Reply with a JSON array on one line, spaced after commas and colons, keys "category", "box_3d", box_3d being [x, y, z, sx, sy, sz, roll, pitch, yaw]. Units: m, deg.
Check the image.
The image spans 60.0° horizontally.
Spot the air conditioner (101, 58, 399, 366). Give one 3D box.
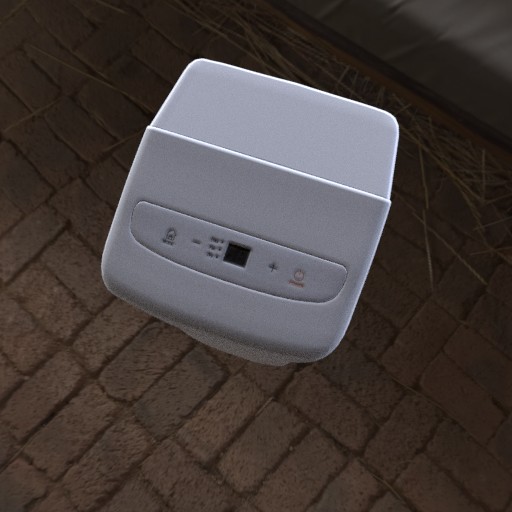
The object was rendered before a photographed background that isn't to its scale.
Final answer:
[{"category": "air conditioner", "box_3d": [0.000, 0.000, 0.804, 0.304, 0.606, 0.349, 18, 76, 5]}]
